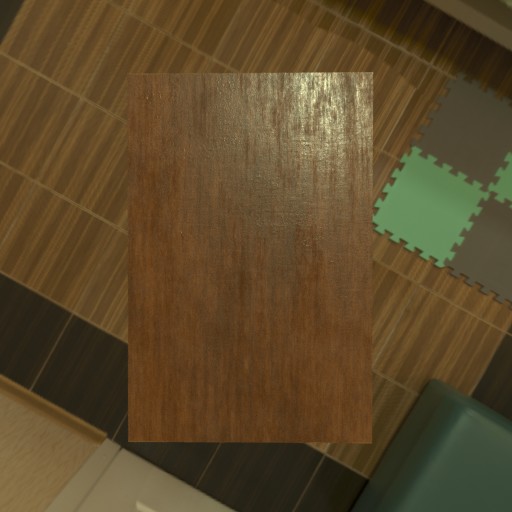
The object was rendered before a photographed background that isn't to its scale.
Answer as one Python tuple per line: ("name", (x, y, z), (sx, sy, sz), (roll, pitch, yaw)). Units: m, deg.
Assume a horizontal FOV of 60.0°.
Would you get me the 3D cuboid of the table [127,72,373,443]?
("table", (0.000, 0.000, 0.834), (0.307, 0.580, 0.454), (0, 91, 1))
